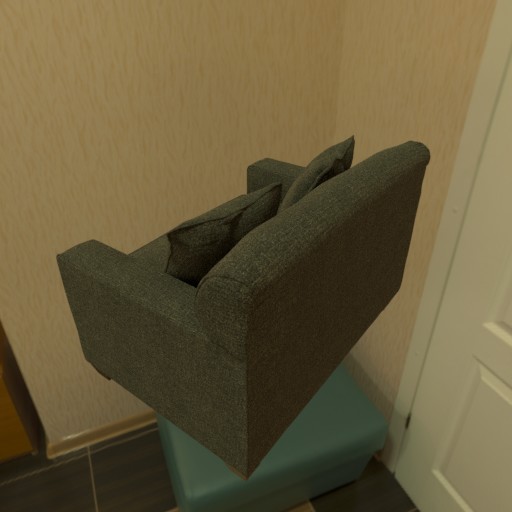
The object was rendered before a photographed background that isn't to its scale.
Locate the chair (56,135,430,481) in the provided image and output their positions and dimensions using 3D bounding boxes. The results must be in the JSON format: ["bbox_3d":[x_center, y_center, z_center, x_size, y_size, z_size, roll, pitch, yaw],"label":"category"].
[{"bbox_3d":[0.000,0.000,2.019,1.000,0.948,1.383,22,38,31],"label":"chair"}]
